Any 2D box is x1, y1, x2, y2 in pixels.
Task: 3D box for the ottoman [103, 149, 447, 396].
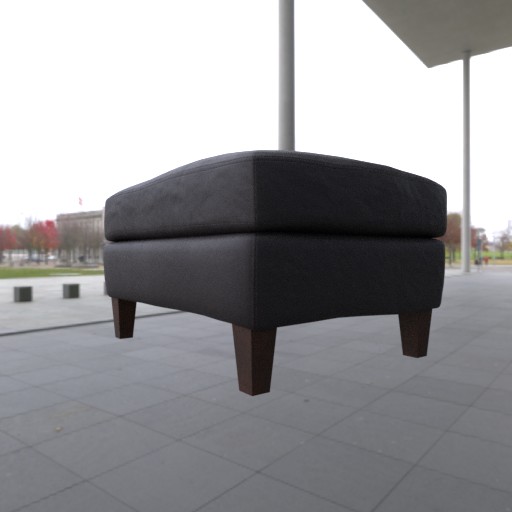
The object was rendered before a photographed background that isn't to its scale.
[{"bbox_3d":[0.000,0.000,1.309,0.659,0.529,0.887,0,0,-37],"label":"ottoman"}]
